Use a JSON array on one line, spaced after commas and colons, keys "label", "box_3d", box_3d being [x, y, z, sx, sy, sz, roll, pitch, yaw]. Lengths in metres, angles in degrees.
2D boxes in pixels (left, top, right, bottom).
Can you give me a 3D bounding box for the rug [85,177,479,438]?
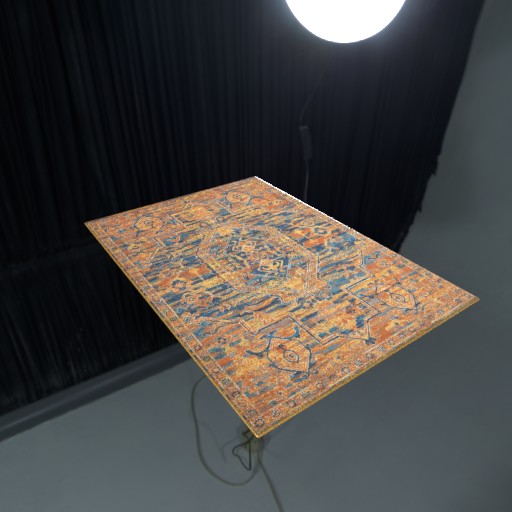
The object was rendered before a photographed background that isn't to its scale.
[{"label": "rug", "box_3d": [0.000, 0.000, 3.819, 2.043, 0.019, 2.916, -21, 38, -29]}]
